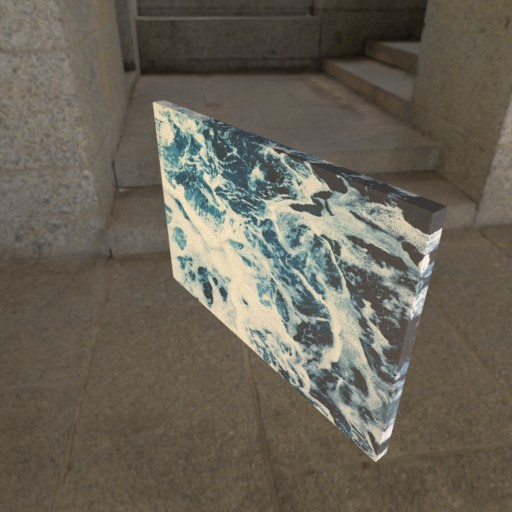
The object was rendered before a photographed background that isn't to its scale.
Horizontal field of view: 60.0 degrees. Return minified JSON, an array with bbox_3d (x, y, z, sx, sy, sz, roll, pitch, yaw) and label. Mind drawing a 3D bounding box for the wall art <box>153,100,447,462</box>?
[{"bbox_3d":[0.000,0.000,1.135,0.042,0.610,0.915,-22,38,-32],"label":"wall art"}]
